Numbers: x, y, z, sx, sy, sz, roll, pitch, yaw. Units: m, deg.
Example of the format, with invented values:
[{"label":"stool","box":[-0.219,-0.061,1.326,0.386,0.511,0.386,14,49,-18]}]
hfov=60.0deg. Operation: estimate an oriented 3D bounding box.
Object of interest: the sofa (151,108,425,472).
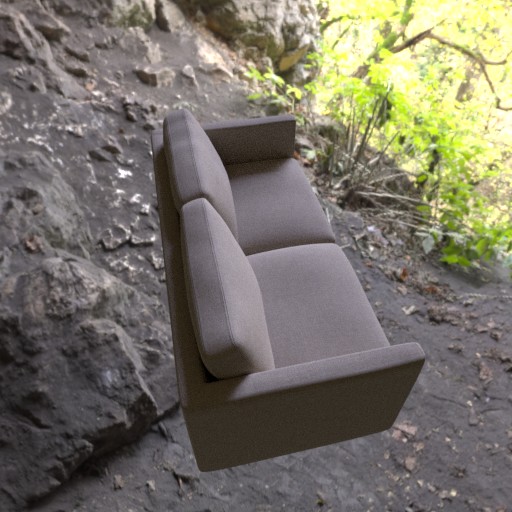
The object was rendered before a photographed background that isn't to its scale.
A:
[{"label":"sofa","box":[0.000,0.000,2.397,0.951,0.947,1.884,-9,47,-9]}]
